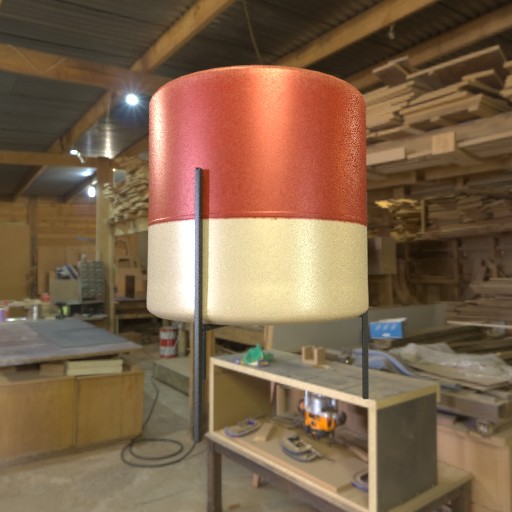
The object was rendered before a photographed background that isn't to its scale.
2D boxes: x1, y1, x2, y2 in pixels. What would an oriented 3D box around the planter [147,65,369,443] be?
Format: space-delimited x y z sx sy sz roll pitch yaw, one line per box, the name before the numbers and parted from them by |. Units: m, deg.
planter | 0.000 0.000 0.715 0.345 0.465 0.354 1 -2 -35
